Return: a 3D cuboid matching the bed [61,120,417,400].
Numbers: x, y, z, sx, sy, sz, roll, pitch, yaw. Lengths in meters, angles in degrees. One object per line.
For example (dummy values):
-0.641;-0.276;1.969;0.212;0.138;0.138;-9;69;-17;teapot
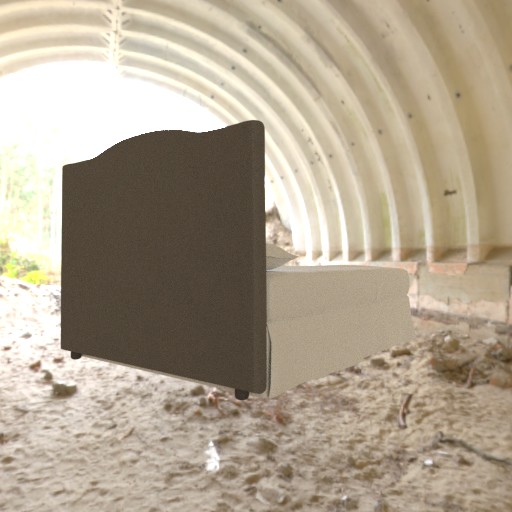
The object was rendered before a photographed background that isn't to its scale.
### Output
0.000;0.000;3.497;1.821;1.436;2.282;0;-1;37;bed
